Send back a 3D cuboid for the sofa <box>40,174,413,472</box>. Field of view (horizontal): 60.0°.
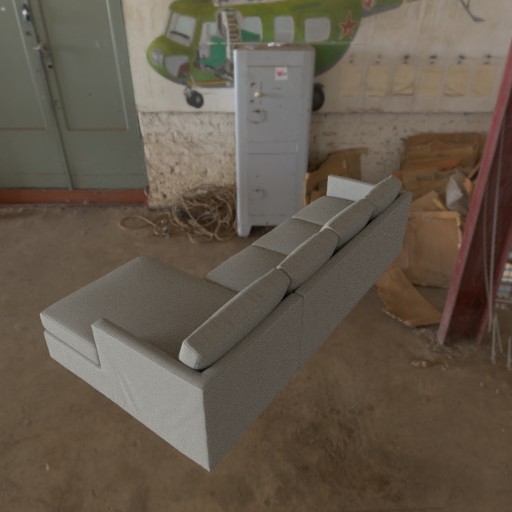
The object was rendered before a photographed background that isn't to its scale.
[{"bbox_3d":[0.000,0.000,3.880,1.622,0.867,3.177,20,37,30],"label":"sofa"}]
